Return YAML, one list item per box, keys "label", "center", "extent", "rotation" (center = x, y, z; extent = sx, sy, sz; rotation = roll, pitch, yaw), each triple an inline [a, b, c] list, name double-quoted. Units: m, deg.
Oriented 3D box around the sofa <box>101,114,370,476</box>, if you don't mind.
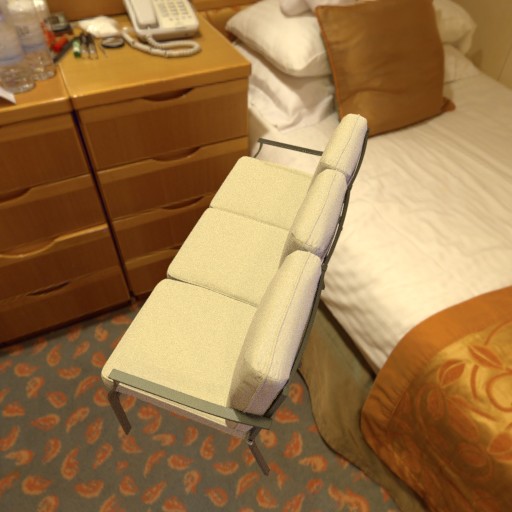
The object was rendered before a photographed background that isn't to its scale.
- label: "sofa"
  center: [0.000, 0.000, 2.213]
  extent: [0.787, 0.860, 1.740]
  rotation: [14, 47, 13]
